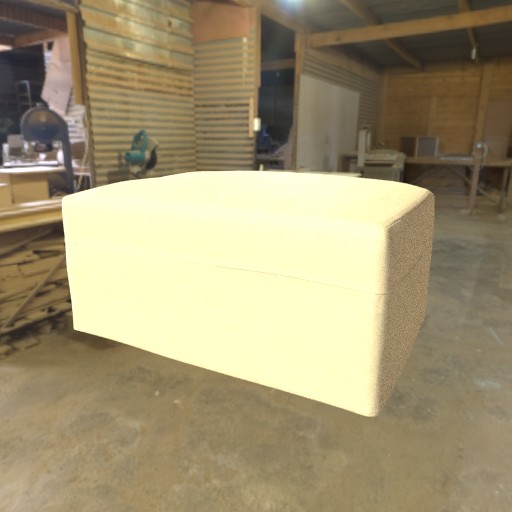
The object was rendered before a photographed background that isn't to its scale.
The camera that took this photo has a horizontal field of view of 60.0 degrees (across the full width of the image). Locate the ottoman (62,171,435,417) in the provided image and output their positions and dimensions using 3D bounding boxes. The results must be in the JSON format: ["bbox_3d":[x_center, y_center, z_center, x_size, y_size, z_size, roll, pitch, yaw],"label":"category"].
[{"bbox_3d":[0.000,0.000,1.235,0.872,0.444,0.590,8,18,28],"label":"ottoman"}]
